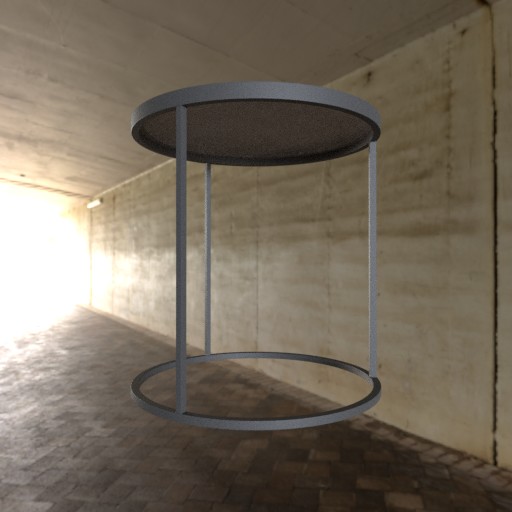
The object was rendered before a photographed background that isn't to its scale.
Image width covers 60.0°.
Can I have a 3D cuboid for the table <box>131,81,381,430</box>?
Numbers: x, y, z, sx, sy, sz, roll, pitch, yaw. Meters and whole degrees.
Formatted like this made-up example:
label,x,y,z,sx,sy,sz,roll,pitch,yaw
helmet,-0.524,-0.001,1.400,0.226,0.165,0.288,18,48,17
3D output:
label,x,y,z,sx,sy,sz,roll,pitch,yaw
table,0.000,0.000,0.865,0.470,0.498,0.470,0,0,0
